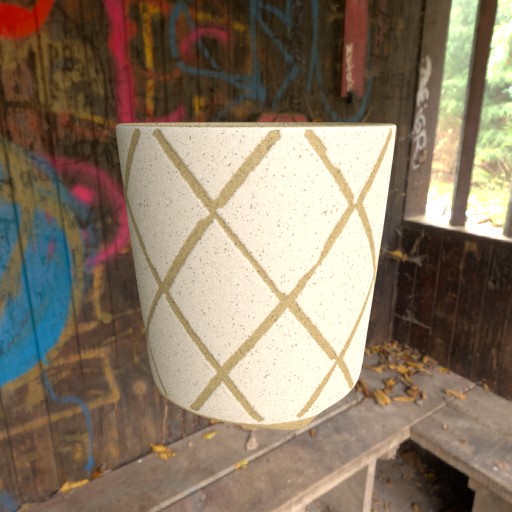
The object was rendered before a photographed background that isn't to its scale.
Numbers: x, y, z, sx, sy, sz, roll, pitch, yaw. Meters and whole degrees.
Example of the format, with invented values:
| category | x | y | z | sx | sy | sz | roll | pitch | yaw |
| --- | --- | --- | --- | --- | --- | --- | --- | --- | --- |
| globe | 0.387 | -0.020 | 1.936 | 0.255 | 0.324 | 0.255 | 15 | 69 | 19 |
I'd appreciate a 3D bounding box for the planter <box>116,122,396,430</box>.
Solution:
| category | x | y | z | sx | sy | sz | roll | pitch | yaw |
| --- | --- | --- | --- | --- | --- | --- | --- | --- | --- |
| planter | 0.000 | 0.000 | 0.410 | 0.228 | 0.235 | 0.228 | 0 | 17 | 0 |
